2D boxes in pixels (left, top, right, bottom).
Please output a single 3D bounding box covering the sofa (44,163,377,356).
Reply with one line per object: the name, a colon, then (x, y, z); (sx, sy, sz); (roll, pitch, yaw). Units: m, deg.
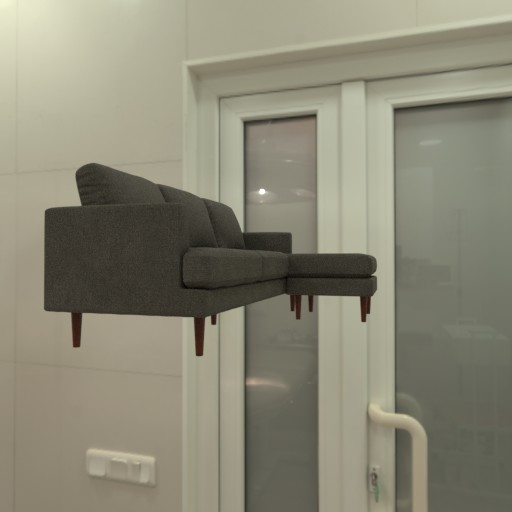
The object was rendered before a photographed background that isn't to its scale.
sofa: (0.000, 0.000, 3.006); (1.504, 0.956, 2.233); (0, -1, 18)
